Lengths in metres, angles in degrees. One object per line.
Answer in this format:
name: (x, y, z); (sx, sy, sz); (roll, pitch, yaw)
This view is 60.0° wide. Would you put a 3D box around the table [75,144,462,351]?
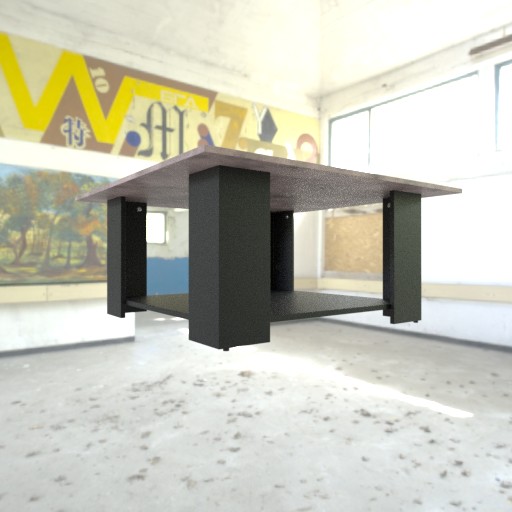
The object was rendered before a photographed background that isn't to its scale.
table: (0.000, 0.000, 1.076); (0.670, 0.305, 0.670); (0, 0, -36)
